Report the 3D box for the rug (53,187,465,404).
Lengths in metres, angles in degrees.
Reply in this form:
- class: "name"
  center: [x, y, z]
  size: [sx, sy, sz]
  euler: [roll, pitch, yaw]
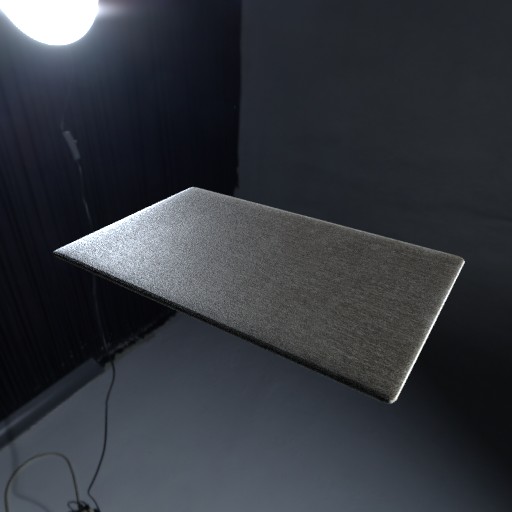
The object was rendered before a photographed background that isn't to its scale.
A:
- class: "rug"
  center: [0.000, 0.000, 3.101]
  size: [2.469, 0.024, 1.539]
  euler: [18, 35, 29]
